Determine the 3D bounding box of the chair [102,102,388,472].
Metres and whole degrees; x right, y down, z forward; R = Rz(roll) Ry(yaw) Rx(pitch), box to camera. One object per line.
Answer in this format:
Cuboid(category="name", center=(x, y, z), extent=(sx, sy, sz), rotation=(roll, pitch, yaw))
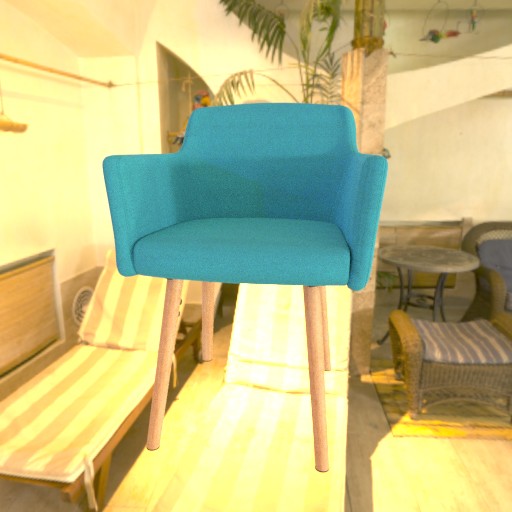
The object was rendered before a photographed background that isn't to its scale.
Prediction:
Cuboid(category="chair", center=(0.000, 0.000, 1.117), extent=(0.570, 0.780, 0.540), rotation=(2, 13, 10))
